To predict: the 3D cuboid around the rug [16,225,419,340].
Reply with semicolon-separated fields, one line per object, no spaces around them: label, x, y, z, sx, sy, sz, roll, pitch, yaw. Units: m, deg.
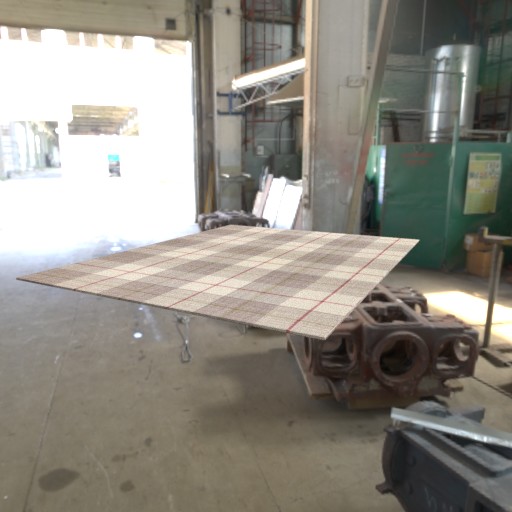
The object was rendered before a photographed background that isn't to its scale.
rug;0.000;0.000;3.918;2.317;0.016;2.959;7;14;27
